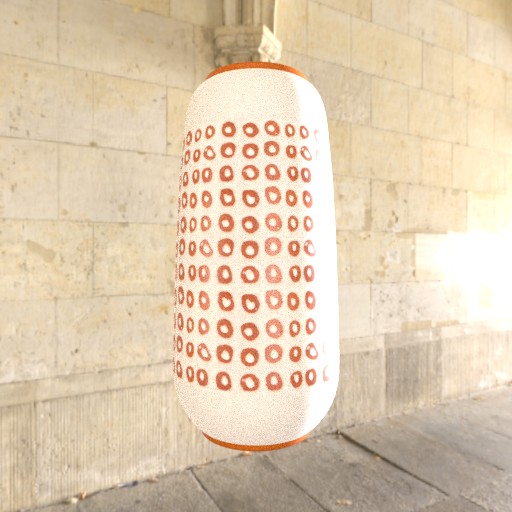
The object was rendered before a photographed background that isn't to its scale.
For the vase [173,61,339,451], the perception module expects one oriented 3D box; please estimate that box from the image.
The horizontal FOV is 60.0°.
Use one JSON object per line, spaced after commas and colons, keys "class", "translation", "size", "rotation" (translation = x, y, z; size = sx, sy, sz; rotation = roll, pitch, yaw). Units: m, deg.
{"class": "vase", "translation": [0.000, 0.000, 0.361], "size": [0.133, 0.282, 0.133], "rotation": [0, 1, 0]}
